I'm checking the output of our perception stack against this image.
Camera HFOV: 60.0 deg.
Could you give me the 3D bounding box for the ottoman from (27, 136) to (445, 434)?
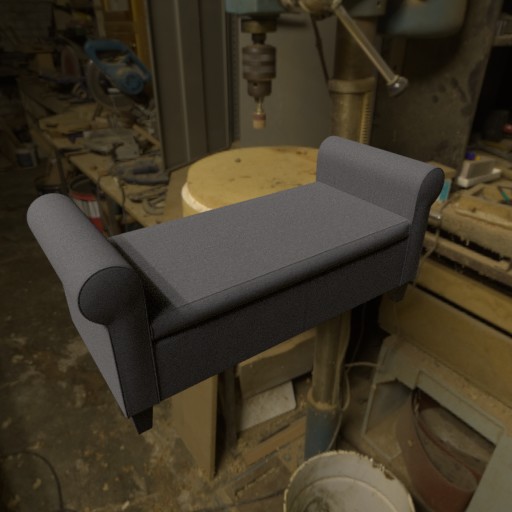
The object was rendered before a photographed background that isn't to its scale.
[{"bbox_3d":[0.000,0.000,1.510,1.256,0.547,0.521,-19,35,-30],"label":"ottoman"}]
